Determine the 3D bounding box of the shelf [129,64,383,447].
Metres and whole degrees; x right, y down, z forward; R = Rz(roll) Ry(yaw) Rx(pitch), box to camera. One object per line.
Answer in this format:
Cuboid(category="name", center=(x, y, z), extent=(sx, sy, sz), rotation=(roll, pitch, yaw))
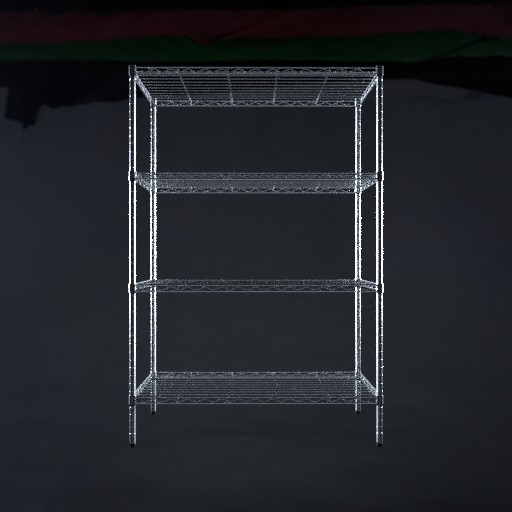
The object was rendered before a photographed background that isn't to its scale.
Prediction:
Cuboid(category="shelf", center=(0.000, 0.000, 1.748), extent=(0.907, 1.360, 0.352), rotation=(0, 0, 0))
